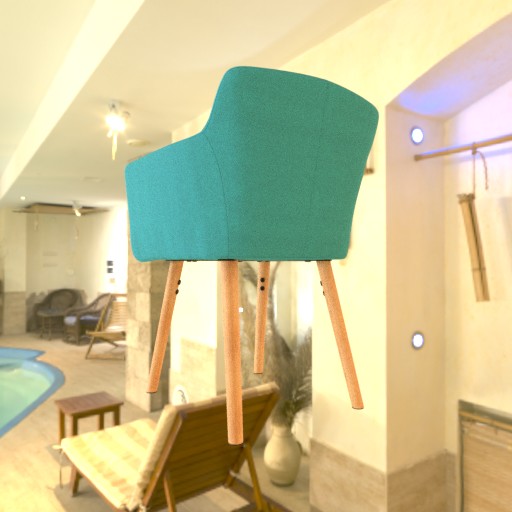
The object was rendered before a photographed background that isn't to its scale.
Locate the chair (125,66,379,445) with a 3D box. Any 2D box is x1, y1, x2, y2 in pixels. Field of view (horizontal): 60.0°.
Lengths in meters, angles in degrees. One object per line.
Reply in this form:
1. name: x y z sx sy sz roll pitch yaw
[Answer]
1. chair: 0.000 0.000 1.182 0.570 0.780 0.540 1 -1 -36
